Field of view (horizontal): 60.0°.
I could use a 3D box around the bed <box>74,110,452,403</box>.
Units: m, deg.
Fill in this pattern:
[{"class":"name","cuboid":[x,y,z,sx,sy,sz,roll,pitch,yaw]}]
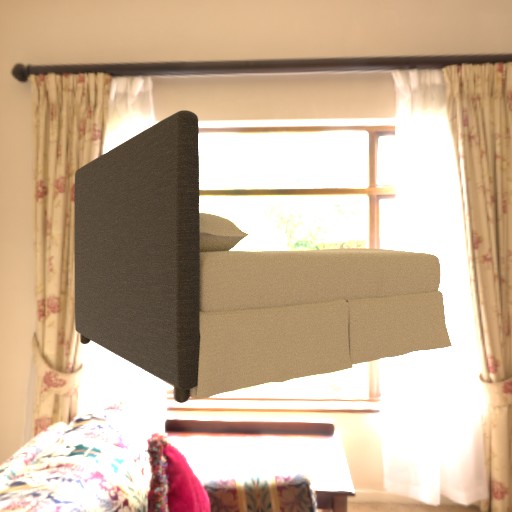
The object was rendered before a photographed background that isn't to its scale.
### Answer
[{"class":"bed","cuboid":[0.000,0.000,3.275,2.142,1.330,1.884,0,0,-36]}]
